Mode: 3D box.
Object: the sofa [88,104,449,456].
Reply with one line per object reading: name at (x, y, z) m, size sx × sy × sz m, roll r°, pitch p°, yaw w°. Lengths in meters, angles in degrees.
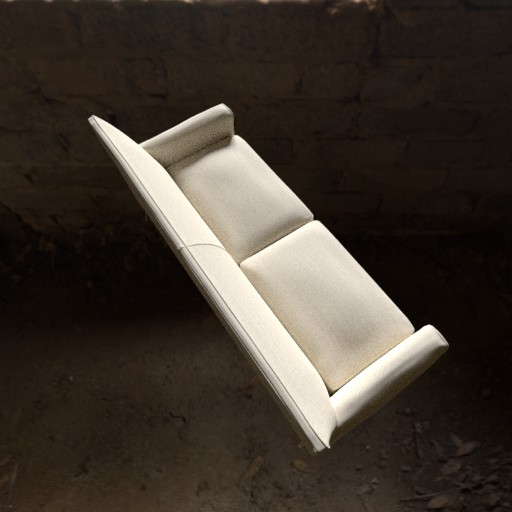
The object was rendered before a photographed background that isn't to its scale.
sofa at (0.000, 0.000, 2.439) m, size 0.841 × 0.907 × 2.001 m, roll -30°, pitch 64°, yaw -17°
